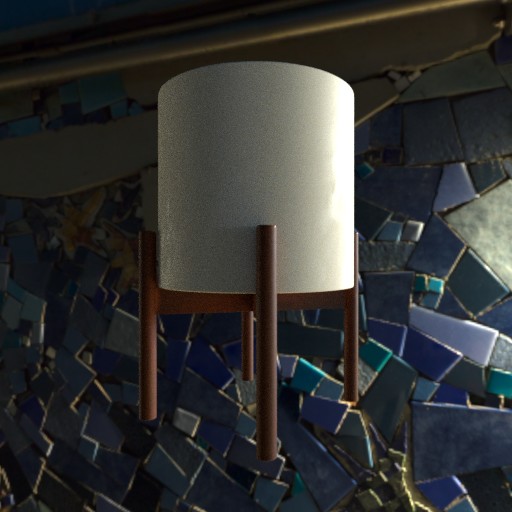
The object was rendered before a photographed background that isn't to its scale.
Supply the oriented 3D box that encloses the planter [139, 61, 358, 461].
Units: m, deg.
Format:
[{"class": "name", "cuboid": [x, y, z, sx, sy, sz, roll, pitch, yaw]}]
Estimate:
[{"class": "planter", "cuboid": [0.000, 0.000, 0.969, 0.417, 0.670, 0.417, 0, 0, 35]}]
